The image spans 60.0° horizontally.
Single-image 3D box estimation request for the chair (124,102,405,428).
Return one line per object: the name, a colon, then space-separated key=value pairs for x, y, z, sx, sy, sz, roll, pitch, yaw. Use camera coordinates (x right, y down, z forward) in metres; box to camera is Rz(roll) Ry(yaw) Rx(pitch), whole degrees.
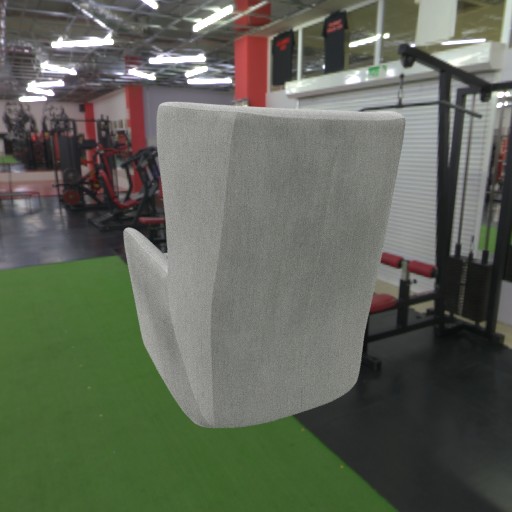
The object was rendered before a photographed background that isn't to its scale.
chair: x=0.000 y=0.000 z=1.610 sx=0.779 sy=1.000 sz=0.904 roll=-7 pitch=16 yaw=-27
